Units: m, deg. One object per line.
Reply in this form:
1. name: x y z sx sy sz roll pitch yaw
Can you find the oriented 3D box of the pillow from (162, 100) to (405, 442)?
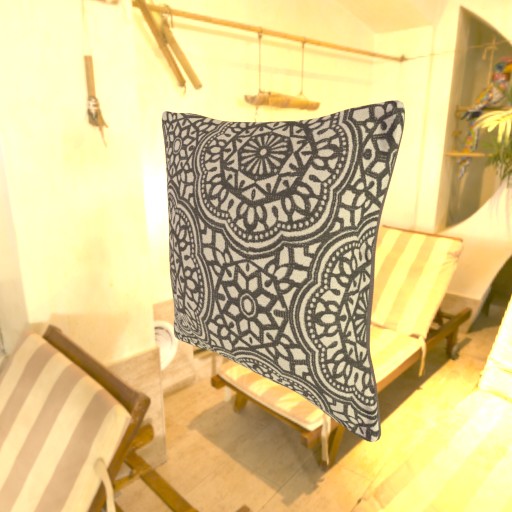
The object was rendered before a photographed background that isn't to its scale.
1. pillow: 0.000 0.000 0.652 0.436 0.417 0.148 15 22 42
